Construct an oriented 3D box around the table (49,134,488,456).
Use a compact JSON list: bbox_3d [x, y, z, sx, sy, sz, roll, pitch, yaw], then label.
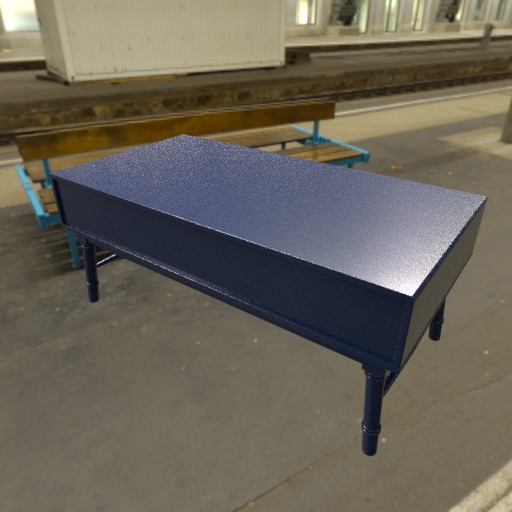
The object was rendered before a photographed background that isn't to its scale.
[{"bbox_3d":[0.000,0.000,1.319,1.067,0.457,0.572,20,35,31],"label":"table"}]
